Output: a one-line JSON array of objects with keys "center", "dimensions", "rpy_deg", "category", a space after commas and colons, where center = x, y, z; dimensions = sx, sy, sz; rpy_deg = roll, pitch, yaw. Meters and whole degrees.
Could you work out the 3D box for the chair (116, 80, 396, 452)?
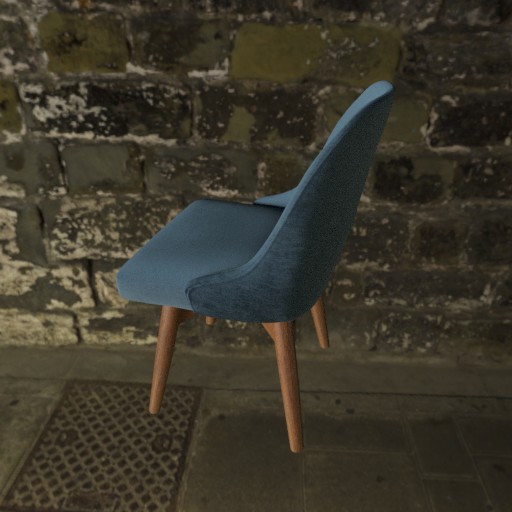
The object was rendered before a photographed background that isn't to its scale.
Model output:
[{"center": [0.000, 0.000, 1.187], "dimensions": [0.589, 0.882, 0.503], "rpy_deg": [9, 31, 15], "category": "chair"}]
